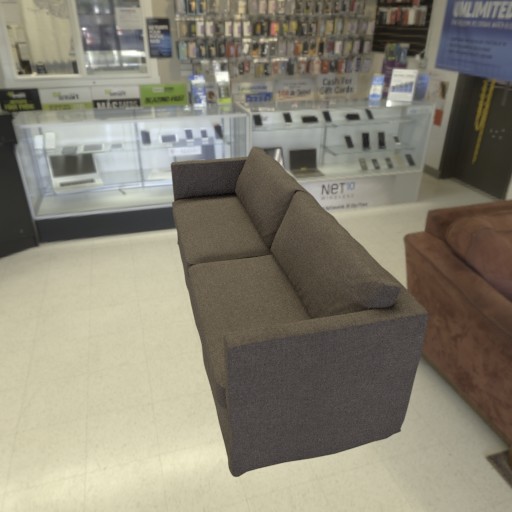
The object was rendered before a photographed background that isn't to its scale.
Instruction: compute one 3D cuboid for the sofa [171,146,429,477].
[{"bbox_3d":[0.000,0.000,3.323,1.036,0.998,2.779,-7,30,-13],"label":"sofa"}]
